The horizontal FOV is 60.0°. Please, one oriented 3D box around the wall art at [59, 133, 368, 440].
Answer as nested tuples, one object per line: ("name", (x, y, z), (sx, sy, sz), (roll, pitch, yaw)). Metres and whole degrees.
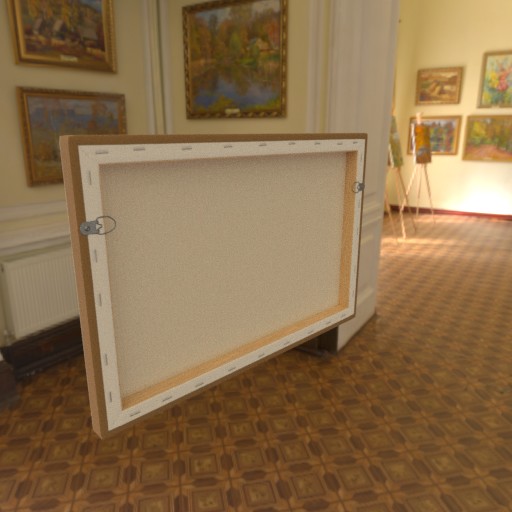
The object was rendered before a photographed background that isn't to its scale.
("wall art", (0.000, 0.000, 0.477), (0.380, 0.254, 0.019), (-15, 21, -42))
